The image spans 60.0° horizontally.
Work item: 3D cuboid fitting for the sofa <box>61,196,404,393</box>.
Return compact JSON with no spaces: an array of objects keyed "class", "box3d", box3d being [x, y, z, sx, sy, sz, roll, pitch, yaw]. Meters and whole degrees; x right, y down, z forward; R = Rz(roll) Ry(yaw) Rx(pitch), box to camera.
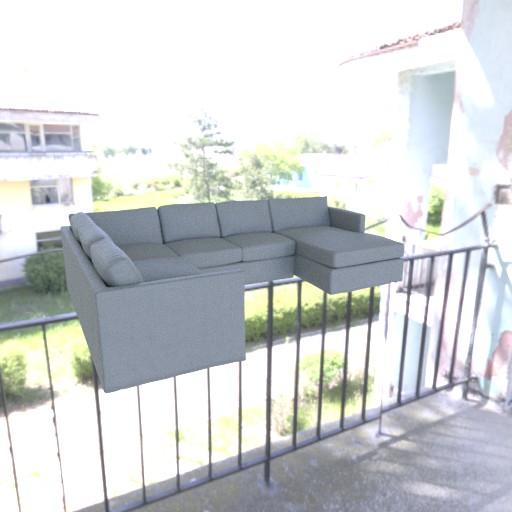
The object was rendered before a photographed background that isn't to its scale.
[{"class":"sofa","box3d":[0.000,0.000,4.529,3.460,0.882,2.427,-8,16,-27]}]
